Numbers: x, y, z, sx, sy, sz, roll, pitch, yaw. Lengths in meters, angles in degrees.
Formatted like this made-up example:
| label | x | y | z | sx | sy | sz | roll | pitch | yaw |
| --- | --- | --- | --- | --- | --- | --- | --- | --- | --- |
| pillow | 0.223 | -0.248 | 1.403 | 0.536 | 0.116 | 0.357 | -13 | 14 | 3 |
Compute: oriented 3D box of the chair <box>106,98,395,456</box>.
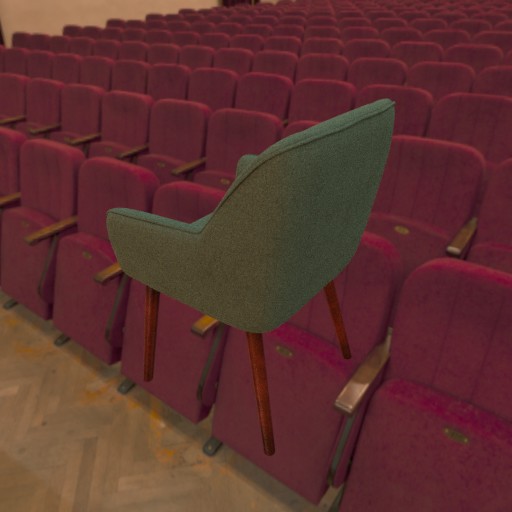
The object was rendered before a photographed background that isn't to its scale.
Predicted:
| label | x | y | z | sx | sy | sz | roll | pitch | yaw |
| --- | --- | --- | --- | --- | --- | --- | --- | --- | --- |
| chair | 0.000 | 0.000 | 1.175 | 0.519 | 0.803 | 0.543 | 21 | 37 | 31 |
